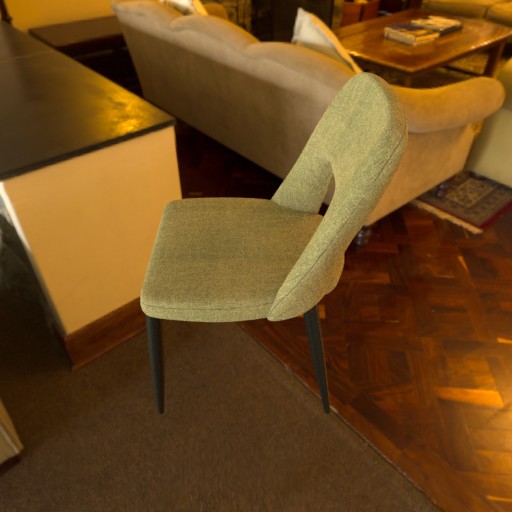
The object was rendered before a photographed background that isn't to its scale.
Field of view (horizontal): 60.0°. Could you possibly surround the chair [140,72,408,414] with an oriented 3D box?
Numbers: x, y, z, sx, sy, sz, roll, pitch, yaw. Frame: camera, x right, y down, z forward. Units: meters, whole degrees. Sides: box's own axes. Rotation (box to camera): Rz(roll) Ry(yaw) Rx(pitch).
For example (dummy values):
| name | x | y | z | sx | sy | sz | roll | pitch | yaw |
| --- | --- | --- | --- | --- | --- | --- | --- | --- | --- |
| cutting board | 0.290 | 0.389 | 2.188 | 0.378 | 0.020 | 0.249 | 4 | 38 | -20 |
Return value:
| name | x | y | z | sx | sy | sz | roll | pitch | yaw |
| --- | --- | --- | --- | --- | --- | --- | --- | --- | --- |
| chair | 0.000 | 0.000 | 1.243 | 0.612 | 0.931 | 0.470 | 0 | 40 | 0 |
